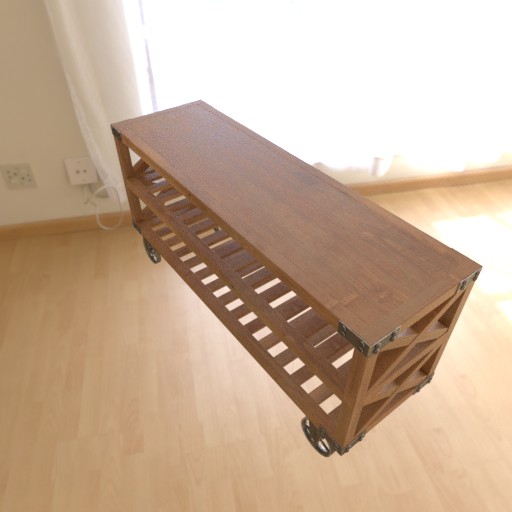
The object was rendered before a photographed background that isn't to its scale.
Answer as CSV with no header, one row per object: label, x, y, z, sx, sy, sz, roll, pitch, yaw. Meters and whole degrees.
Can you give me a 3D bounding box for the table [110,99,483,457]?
table,0.000,0.000,1.792,0.467,0.711,1.487,-26,47,-27
